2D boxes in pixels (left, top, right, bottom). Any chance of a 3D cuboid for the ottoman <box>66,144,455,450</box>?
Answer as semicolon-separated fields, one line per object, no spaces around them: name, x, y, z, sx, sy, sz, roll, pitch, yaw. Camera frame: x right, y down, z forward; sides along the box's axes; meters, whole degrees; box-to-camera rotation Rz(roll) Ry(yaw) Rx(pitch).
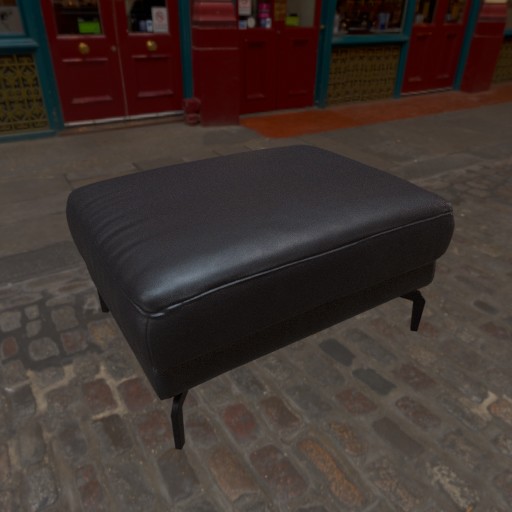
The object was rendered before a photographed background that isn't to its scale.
ottoman;0.000;0.000;1.091;0.764;0.402;0.570;-17;34;-27
